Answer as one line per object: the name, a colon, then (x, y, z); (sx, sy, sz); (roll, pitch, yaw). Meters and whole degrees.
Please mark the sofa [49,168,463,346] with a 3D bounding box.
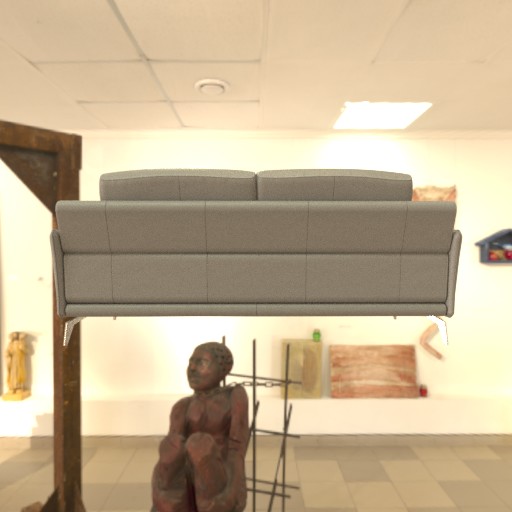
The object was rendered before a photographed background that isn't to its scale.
sofa: (0.000, 0.000, 2.720); (2.101, 0.930, 1.049); (0, 1, -1)
